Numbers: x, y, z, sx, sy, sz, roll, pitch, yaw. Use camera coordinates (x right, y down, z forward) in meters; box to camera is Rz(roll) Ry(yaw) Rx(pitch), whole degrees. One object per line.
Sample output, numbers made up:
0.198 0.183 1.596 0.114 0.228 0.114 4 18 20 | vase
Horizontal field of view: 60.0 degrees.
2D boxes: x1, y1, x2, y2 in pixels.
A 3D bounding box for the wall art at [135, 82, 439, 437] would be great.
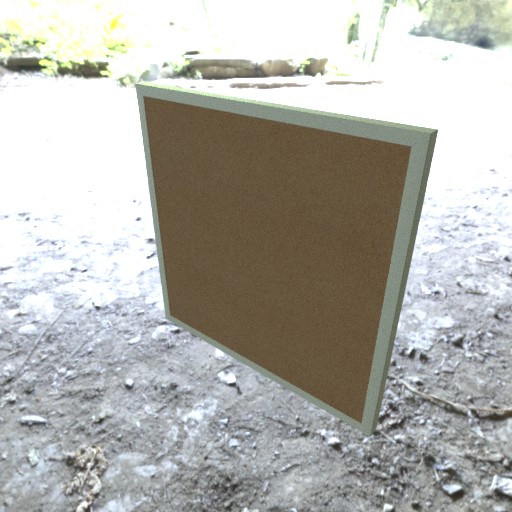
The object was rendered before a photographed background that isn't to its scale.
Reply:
0.000 0.000 1.134 0.760 0.760 0.036 22 37 32 | wall art
